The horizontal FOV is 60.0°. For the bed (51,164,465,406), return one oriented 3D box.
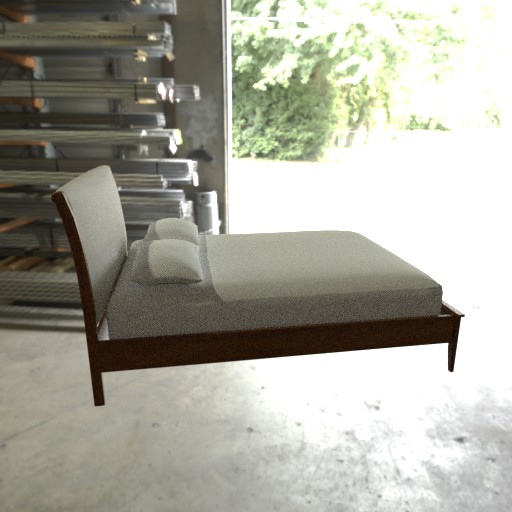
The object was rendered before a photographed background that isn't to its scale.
[{"bbox_3d":[0.000,0.000,3.284,2.380,1.250,1.612,-3,17,-9],"label":"bed"}]
